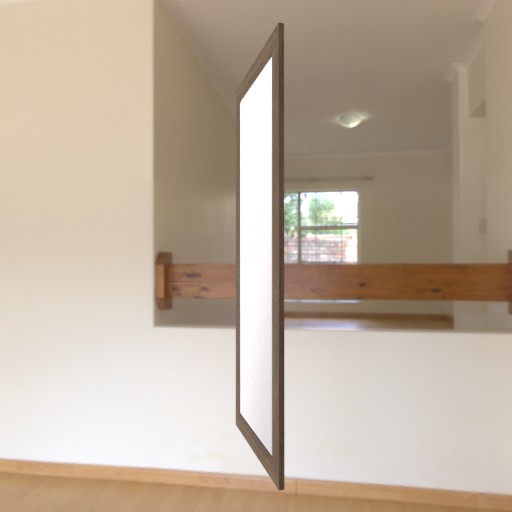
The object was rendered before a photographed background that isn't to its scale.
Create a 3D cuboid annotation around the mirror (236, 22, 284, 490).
[{"bbox_3d":[0.000,0.000,2.319,0.025,2.032,0.812,0,-1,-16],"label":"mirror"}]
